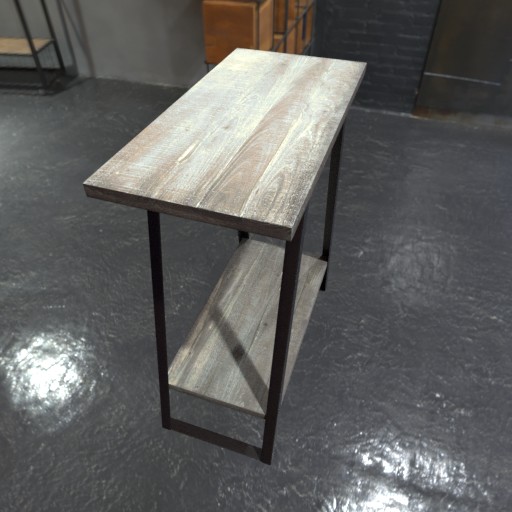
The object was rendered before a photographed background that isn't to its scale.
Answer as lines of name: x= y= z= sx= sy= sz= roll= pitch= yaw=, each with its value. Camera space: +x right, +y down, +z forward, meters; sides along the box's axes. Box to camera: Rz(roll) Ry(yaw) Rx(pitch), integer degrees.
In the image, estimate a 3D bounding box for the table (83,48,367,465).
table: x=0.000 y=0.000 z=1.019 sx=0.300 sy=0.701 sz=0.599 roll=13 pitch=44 yaw=14
